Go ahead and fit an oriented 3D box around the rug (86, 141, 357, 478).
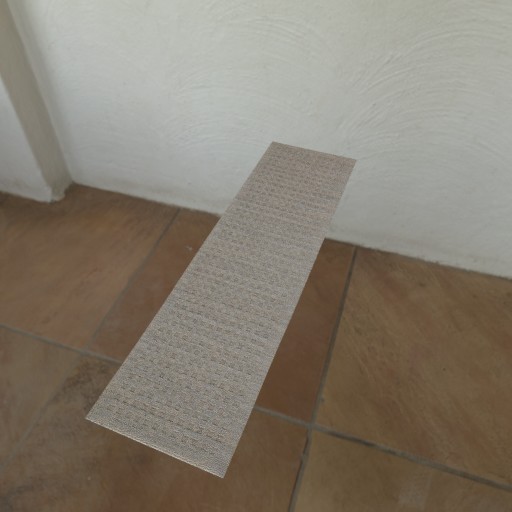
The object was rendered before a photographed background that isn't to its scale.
[{"bbox_3d":[0.000,0.000,2.688,0.688,0.005,2.437,16,49,15],"label":"rug"}]
